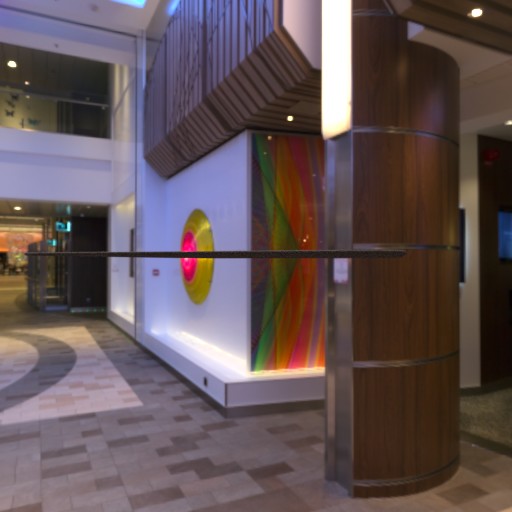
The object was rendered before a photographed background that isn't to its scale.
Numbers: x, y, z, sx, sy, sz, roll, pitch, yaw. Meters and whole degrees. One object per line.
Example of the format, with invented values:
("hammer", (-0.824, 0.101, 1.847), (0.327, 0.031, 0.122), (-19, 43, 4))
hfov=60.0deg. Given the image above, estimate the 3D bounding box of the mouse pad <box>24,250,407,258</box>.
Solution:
("mouse pad", (0.000, 0.000, 0.425), (0.269, 0.002, 0.315), (0, -1, 18))
